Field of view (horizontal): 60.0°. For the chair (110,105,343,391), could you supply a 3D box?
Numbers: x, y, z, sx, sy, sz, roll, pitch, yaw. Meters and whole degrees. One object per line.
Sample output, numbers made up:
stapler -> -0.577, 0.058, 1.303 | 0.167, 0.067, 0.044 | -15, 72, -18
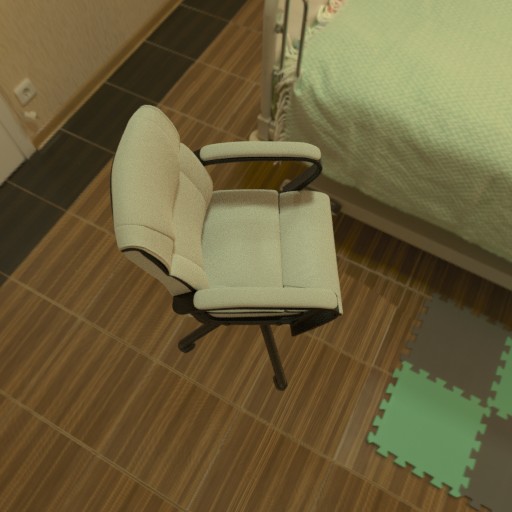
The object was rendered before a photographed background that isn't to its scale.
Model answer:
chair -> 0.000, 0.000, 1.523 | 0.717, 1.004, 0.739 | -1, 63, 0
